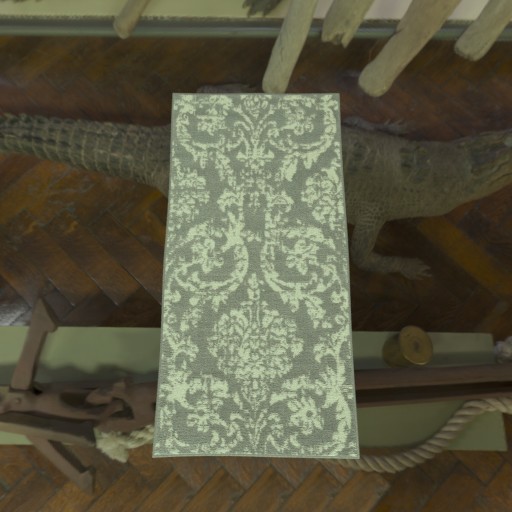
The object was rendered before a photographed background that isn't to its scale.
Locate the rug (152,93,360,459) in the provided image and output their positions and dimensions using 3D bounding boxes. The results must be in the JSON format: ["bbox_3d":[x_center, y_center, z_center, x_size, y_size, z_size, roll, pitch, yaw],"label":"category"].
[{"bbox_3d":[0.000,0.000,1.444,0.604,0.007,1.219,0,75,0],"label":"rug"}]
